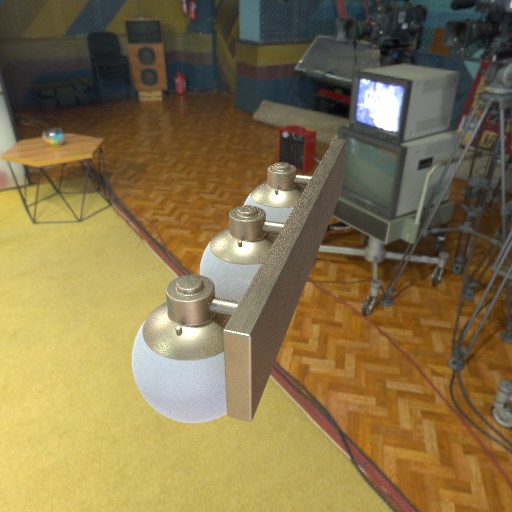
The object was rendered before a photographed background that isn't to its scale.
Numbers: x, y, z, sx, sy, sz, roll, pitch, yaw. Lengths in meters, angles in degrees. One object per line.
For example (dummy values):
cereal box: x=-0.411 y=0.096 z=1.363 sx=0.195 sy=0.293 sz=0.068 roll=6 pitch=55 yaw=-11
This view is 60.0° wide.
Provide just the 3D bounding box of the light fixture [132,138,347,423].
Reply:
light fixture: x=0.000 y=0.000 z=0.837 sx=0.218 sy=0.263 sz=0.721 roll=9 pitch=32 yaw=15
